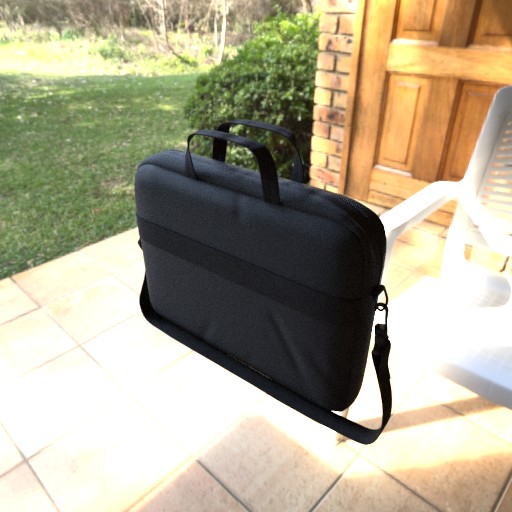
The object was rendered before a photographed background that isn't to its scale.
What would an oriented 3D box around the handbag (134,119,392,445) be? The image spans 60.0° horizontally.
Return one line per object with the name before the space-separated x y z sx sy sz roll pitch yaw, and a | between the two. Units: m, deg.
handbag | 0.000 0.000 0.429 0.320 0.244 0.089 22 37 32
